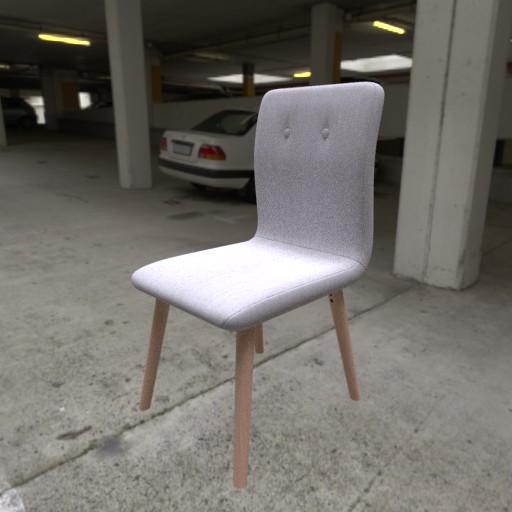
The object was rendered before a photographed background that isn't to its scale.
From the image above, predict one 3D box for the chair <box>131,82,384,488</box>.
[{"bbox_3d":[0.000,0.000,1.189,0.550,0.885,0.435,-15,22,-43],"label":"chair"}]
